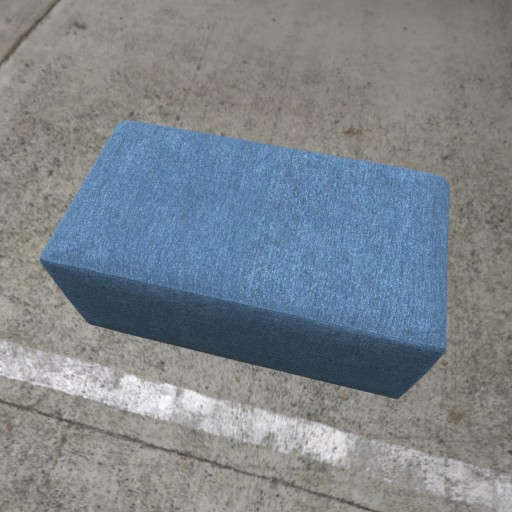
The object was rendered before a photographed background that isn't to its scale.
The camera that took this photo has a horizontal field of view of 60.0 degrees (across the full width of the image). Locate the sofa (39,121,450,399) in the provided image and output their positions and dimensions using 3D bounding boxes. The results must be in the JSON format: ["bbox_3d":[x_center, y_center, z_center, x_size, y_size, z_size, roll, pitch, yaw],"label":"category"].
[{"bbox_3d":[0.000,0.000,1.210,0.930,0.470,0.480,12,59,7],"label":"sofa"}]
